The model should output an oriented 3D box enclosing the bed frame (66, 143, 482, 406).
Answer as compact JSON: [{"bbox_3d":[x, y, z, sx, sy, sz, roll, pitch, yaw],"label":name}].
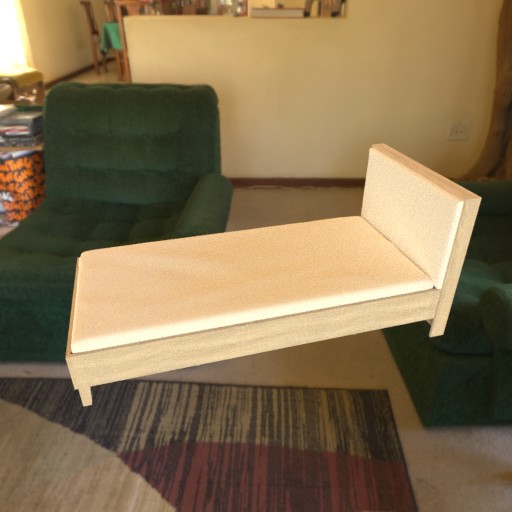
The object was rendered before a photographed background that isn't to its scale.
[{"bbox_3d":[0.000,0.000,2.681,2.140,0.920,0.990,-8,32,-14],"label":"bed frame"}]
